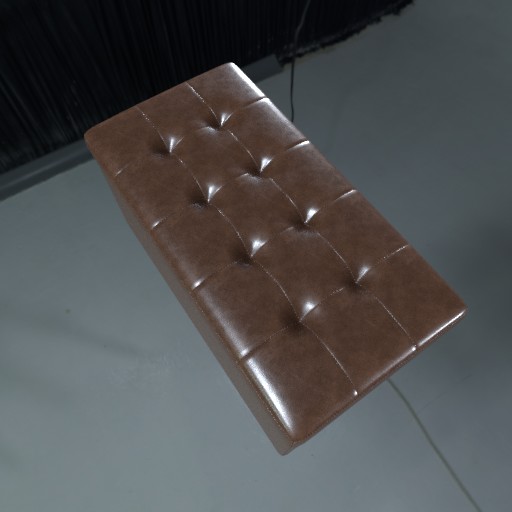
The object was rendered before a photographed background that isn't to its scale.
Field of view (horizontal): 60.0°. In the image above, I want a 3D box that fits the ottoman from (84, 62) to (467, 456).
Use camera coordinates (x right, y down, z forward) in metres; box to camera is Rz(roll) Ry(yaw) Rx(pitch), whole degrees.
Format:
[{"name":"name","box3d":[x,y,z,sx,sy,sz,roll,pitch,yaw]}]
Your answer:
[{"name":"ottoman","box3d":[0.000,0.000,1.126,0.432,0.470,0.838,-32,67,-15]}]
